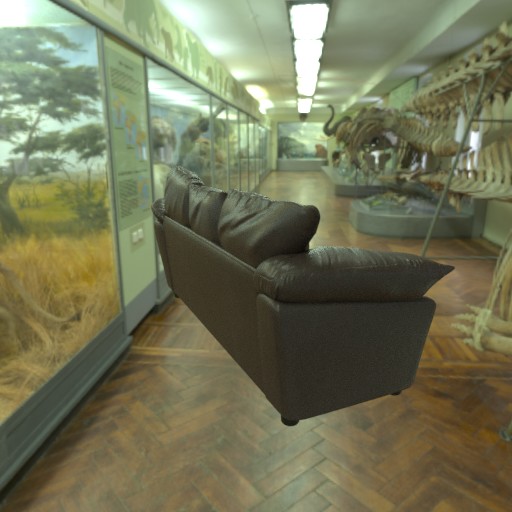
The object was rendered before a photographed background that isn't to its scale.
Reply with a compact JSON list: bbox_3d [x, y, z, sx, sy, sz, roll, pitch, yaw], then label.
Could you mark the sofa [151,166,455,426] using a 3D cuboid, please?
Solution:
[{"bbox_3d":[0.000,0.000,2.900,0.907,1.091,2.390,-6,15,-24],"label":"sofa"}]
